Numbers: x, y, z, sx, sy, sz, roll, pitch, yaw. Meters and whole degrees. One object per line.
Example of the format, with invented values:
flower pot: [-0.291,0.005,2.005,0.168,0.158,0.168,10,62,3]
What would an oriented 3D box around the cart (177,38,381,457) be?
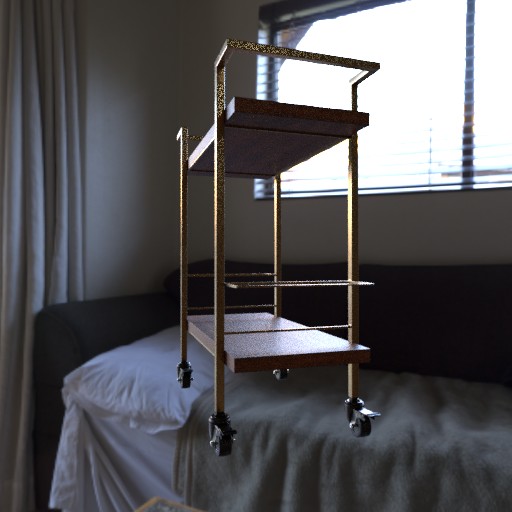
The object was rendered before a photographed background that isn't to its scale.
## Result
cart: [0.000,0.000,1.200,0.364,0.807,0.695,0,0,-18]
